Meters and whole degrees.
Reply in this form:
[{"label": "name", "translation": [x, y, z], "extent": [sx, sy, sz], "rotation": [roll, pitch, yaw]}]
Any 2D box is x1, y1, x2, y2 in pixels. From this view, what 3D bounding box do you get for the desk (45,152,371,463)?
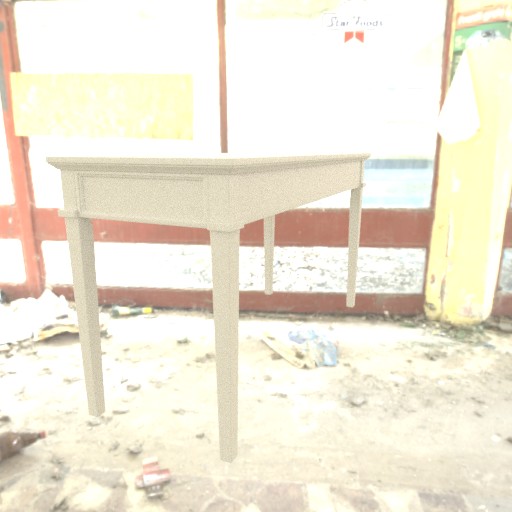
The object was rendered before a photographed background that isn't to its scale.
[{"label": "desk", "translation": [0.000, 0.000, 1.727], "extent": [0.559, 0.774, 1.372], "rotation": [7, 15, 25]}]
